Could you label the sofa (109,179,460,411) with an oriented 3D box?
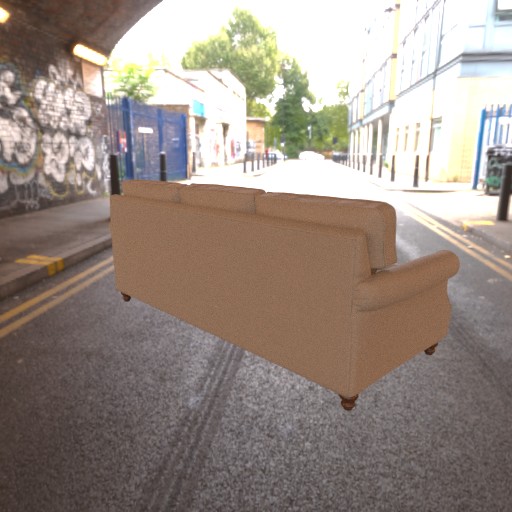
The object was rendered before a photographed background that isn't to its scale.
[{"bbox_3d":[0.000,0.000,2.896,0.966,0.948,2.354,-13,18,-42],"label":"sofa"}]
